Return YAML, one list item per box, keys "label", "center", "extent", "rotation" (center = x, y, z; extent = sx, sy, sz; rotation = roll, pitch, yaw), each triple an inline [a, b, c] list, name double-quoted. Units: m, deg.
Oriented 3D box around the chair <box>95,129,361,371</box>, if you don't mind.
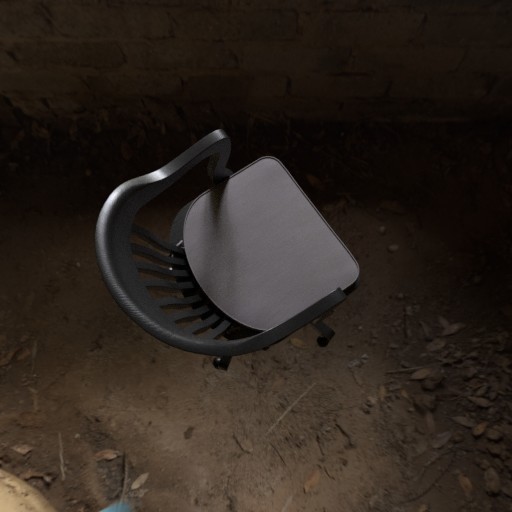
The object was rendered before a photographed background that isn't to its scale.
- label: "chair"
  center: [0.000, 0.000, 1.476]
  extent: [0.788, 0.878, 0.750]
  rotation: [-33, 76, -9]
